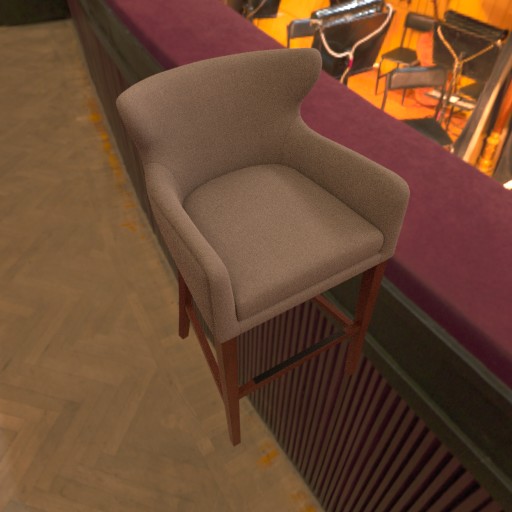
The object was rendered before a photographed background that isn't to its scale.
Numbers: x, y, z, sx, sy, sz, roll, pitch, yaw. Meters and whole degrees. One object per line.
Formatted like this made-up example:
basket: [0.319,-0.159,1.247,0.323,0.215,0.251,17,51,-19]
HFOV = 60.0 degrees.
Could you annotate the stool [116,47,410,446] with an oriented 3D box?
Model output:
stool: [0.000,0.000,1.370,0.575,1.047,0.575,-24,50,-22]
